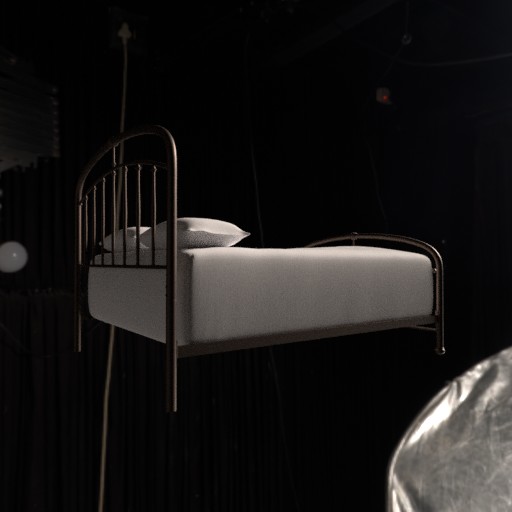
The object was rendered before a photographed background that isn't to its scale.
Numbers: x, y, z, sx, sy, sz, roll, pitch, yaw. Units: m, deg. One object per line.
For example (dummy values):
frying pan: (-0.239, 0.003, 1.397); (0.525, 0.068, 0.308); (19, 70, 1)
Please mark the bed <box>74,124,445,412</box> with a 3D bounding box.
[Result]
bed: (0.000, 0.000, 3.285); (2.180, 1.425, 1.711); (1, -1, -36)
